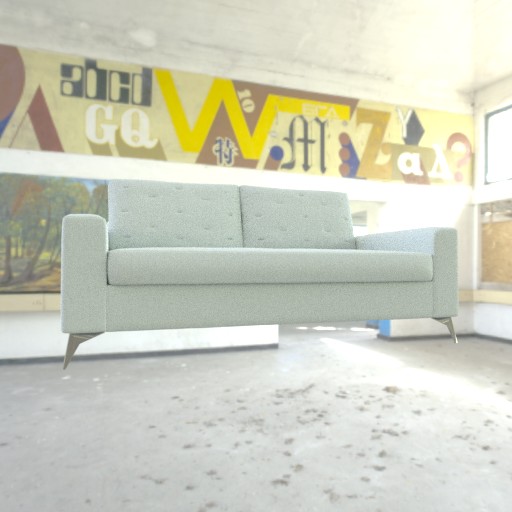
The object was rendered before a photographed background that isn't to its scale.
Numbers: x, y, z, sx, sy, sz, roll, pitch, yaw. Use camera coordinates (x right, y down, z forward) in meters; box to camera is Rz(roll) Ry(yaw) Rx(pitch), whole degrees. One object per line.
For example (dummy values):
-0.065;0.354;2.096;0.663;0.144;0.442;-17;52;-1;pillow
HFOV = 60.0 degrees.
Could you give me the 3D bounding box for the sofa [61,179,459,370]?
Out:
0.000;0.000;2.131;1.650;0.790;0.920;0;-1;-18;sofa
